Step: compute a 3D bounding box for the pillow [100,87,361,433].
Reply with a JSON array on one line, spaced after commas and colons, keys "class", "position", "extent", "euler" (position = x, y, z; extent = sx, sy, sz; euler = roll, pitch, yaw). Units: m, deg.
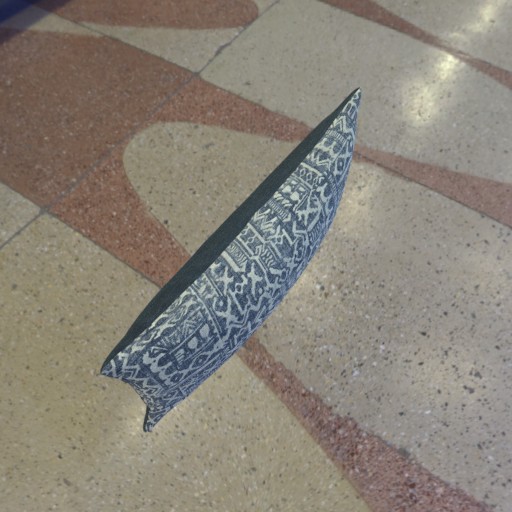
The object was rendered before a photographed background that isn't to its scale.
[{"class": "pillow", "position": [0.000, 0.000, 0.749], "extent": [0.148, 0.292, 0.631], "euler": [31, 63, 18]}]
